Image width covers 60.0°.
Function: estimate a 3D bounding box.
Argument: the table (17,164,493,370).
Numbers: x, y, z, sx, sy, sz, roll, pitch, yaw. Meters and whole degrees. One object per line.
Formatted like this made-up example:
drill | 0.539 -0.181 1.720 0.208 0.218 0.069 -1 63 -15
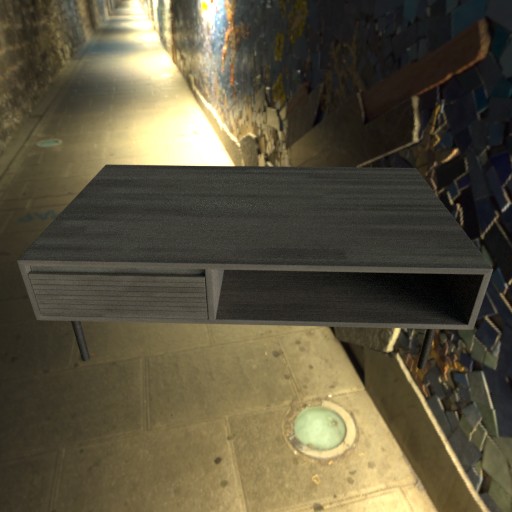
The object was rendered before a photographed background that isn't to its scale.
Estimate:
table | 0.000 0.000 1.371 1.088 0.347 0.643 1 32 2
